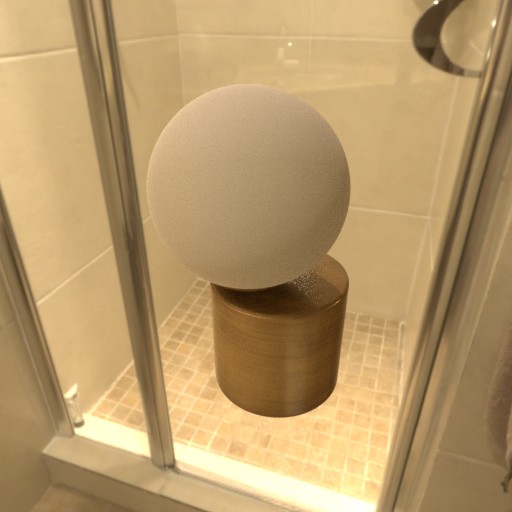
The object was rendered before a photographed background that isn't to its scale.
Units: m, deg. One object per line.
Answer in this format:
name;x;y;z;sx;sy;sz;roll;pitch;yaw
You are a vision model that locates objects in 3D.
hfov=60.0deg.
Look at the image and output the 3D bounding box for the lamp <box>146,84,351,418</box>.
lamp;0.000;0.000;0.343;0.152;0.250;0.141;-9;31;-16
